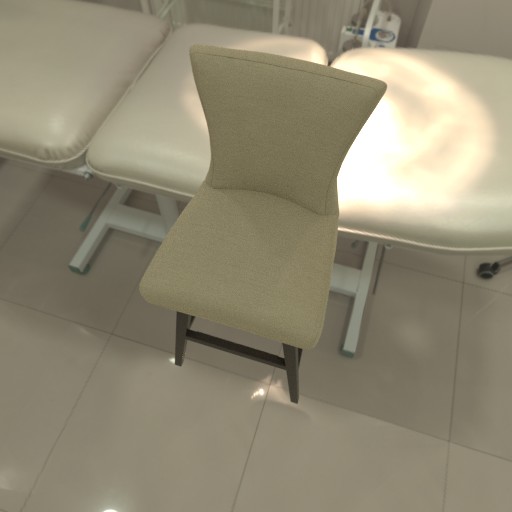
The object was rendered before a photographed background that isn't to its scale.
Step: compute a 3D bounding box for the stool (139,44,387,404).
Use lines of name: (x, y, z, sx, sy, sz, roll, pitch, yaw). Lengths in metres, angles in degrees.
stool: (0.000, 0.000, 1.428, 0.514, 1.086, 0.574, 15, 60, 9)
